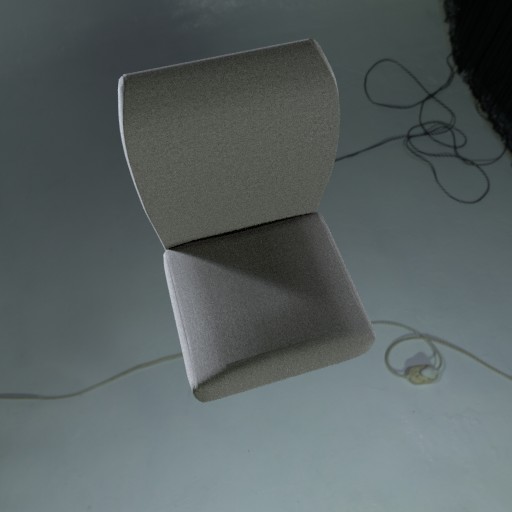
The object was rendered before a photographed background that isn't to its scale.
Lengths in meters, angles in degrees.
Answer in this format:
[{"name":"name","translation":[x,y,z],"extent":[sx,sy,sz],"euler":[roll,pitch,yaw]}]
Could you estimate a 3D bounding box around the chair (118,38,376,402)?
[{"name":"chair","translation":[0.000,0.000,1.178],"extent":[0.513,0.804,0.592],"euler":[-16,63,-8]}]
